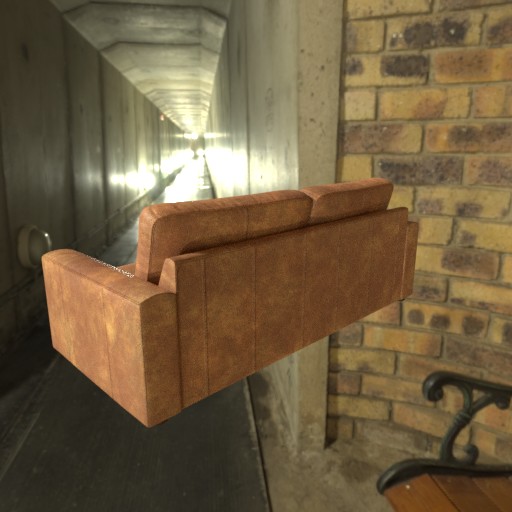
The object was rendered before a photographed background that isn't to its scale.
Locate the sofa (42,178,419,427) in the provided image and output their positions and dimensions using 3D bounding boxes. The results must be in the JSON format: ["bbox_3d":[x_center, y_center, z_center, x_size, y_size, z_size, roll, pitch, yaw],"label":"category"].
[{"bbox_3d":[0.000,0.000,2.708,2.179,0.873,1.016,-14,21,-42],"label":"sofa"}]
